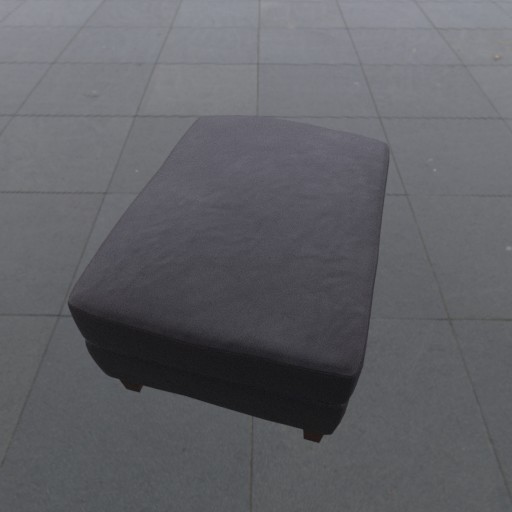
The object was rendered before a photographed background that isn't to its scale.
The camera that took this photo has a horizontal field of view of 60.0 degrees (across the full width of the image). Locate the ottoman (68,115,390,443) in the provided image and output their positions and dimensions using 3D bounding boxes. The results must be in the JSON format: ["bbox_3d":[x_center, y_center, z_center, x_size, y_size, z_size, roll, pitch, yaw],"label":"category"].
[{"bbox_3d":[0.000,0.000,1.301,0.659,0.529,0.887,11,47,11],"label":"ottoman"}]
